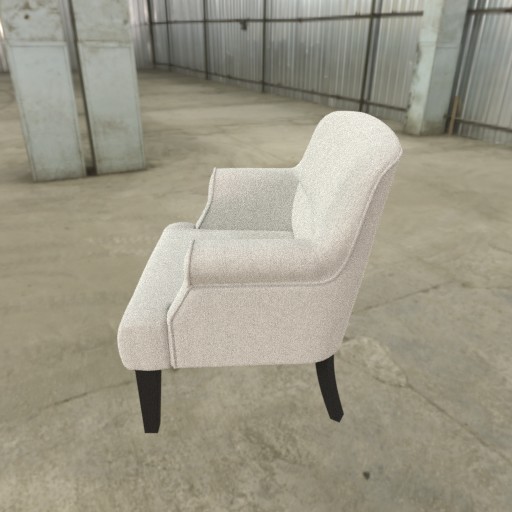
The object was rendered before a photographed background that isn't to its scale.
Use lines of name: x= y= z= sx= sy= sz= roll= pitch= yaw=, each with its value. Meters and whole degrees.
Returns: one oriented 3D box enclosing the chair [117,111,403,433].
chair: x=0.000 y=0.000 z=1.465 sx=0.750 sy=0.875 sz=0.781 roll=0 pitch=26 yaw=0
